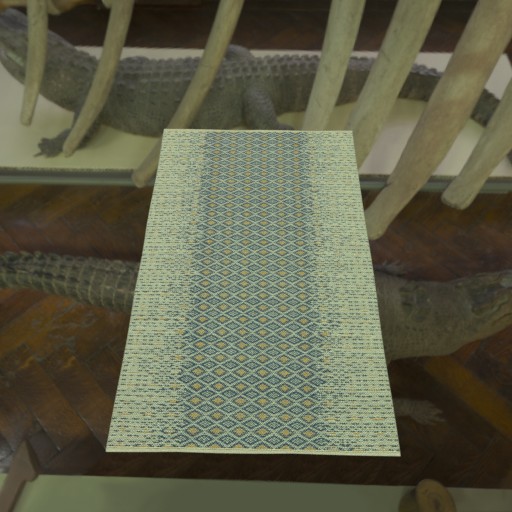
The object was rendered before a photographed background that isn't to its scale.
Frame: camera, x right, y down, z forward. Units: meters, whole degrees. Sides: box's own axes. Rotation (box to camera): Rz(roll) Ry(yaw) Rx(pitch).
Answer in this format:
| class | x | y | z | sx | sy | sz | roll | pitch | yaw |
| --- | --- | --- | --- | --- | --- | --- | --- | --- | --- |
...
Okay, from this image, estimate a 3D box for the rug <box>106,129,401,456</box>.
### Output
| class | x | y | z | sx | sy | sz | roll | pitch | yaw |
| --- | --- | --- | --- | --- | --- | --- | --- | --- | --- |
| rug | 0.000 | 0.000 | 2.970 | 1.541 | 0.008 | 2.448 | 1 | 58 | 0 |
